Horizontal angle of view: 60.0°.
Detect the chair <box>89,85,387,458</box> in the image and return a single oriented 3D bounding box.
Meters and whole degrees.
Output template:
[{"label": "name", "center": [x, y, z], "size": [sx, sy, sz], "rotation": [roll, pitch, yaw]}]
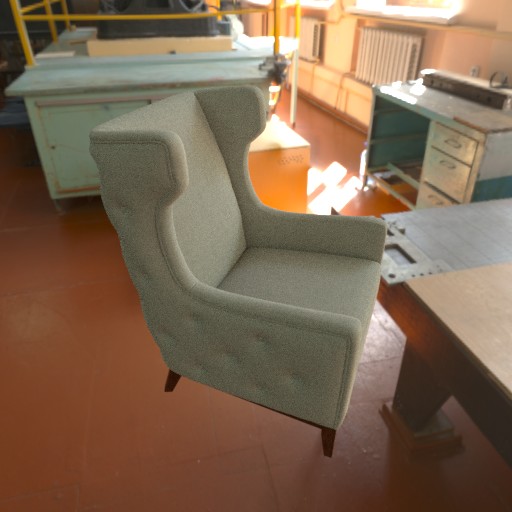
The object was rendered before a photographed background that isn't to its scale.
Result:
[{"label": "chair", "center": [0.000, 0.000, 1.660], "size": [0.899, 1.079, 0.778], "rotation": [11, 33, 17]}]
